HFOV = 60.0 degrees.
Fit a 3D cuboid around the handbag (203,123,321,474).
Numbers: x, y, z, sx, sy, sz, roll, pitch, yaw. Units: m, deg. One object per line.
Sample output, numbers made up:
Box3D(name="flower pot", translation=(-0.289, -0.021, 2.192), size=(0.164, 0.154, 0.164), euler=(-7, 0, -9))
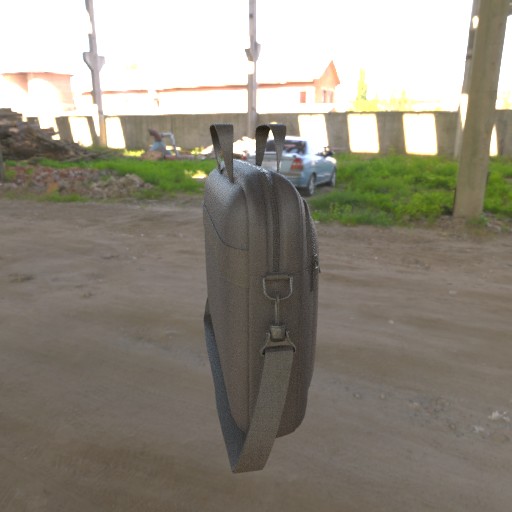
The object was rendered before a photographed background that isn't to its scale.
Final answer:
Box3D(name="handbag", translation=(0.000, 0.000, 0.577), size=(0.126, 0.330, 0.429), euler=(-3, 15, -10))
